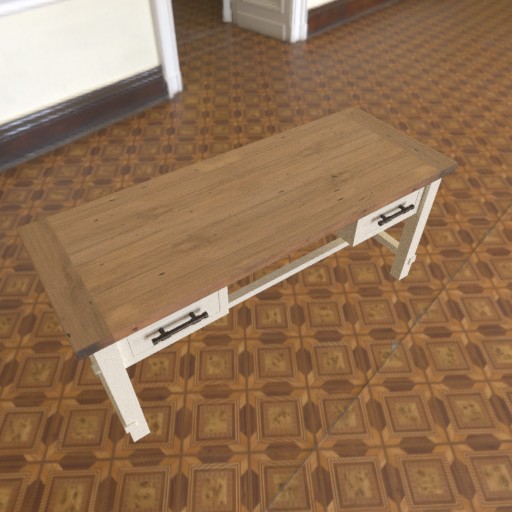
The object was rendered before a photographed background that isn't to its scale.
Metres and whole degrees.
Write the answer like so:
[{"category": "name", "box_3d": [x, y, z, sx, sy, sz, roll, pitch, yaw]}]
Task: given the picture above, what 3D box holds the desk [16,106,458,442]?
[{"category": "desk", "box_3d": [0.000, 0.000, 2.160, 1.803, 0.762, 0.688, -26, 50, -24]}]
